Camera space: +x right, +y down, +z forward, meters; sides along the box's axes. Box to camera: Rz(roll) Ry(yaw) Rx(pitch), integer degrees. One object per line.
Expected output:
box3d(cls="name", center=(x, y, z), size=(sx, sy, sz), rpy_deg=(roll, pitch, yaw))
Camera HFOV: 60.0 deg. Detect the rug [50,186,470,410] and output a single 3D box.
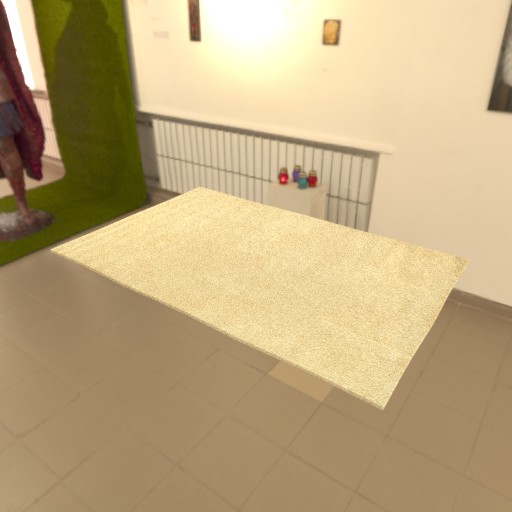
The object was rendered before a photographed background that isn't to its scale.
box3d(cls="rug", center=(0.000, 0.000, 2.938), size=(2.346, 0.025, 1.500), rpy_deg=(19, 34, 31))
